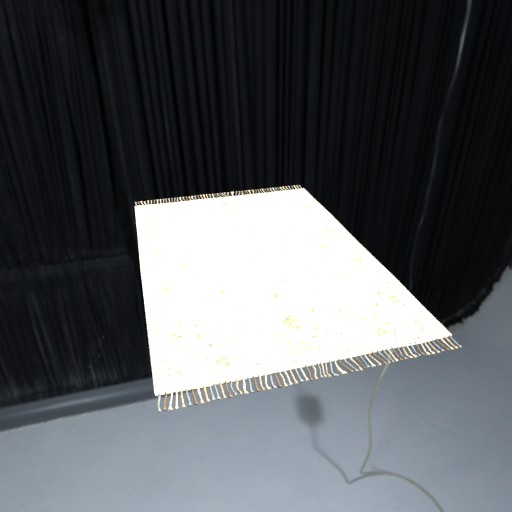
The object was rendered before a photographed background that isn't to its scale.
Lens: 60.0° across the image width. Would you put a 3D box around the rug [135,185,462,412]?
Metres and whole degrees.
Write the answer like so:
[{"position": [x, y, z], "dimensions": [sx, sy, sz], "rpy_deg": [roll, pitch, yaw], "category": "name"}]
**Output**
[{"position": [0.000, 0.000, 2.401], "dimensions": [1.218, 0.017, 1.861], "rpy_deg": [-8, 31, -13], "category": "rug"}]
